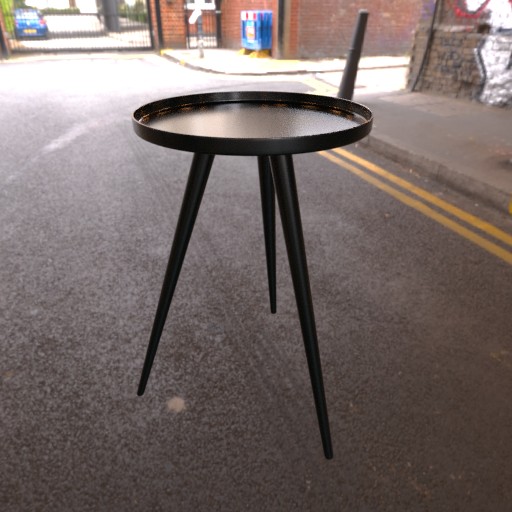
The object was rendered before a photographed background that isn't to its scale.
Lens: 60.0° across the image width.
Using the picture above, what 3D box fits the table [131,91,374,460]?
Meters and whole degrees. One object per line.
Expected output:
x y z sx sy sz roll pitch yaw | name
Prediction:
0.000 0.000 0.844 0.403 0.548 0.415 9 30 16 | table
